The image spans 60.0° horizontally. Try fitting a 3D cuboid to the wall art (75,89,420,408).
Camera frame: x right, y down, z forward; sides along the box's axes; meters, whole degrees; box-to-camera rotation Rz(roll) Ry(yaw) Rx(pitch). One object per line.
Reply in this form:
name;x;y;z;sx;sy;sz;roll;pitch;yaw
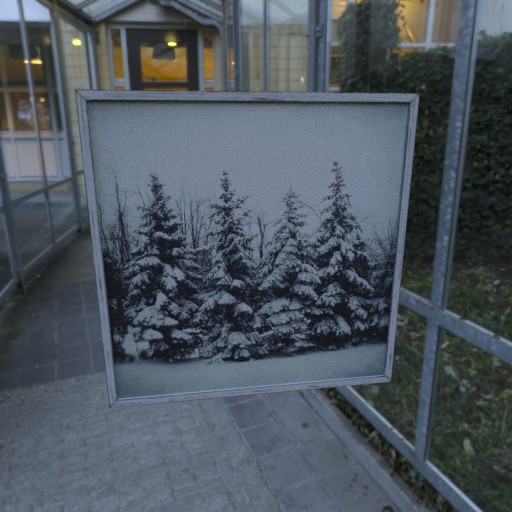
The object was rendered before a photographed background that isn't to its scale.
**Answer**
wall art;0.000;0.000;1.094;0.761;0.761;0.037;-3;17;-9
